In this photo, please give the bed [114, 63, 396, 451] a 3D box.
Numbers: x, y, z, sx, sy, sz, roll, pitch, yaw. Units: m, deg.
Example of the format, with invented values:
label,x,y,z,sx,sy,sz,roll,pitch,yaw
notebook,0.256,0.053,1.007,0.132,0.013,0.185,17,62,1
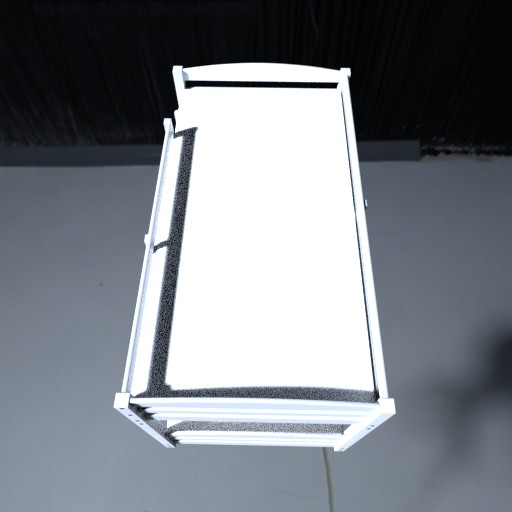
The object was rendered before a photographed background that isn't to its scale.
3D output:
label,x,y,z,sx,sy,sz,roll,pitch,yaw
bed,0.000,0.000,2.672,1.105,1.206,2.013,1,60,1
